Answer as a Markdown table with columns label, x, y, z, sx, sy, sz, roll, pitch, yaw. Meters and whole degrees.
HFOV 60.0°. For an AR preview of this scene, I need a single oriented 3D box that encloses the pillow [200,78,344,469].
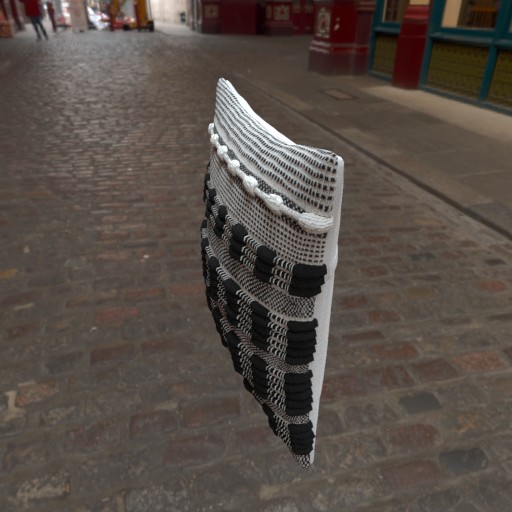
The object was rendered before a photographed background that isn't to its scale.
| label | x | y | z | sx | sy | sz | roll | pitch | yaw |
| --- | --- | --- | --- | --- | --- | --- | --- | --- | --- |
| pillow | 0.000 | 0.000 | 0.662 | 0.156 | 0.438 | 0.436 | -9 | 32 | -15 |
